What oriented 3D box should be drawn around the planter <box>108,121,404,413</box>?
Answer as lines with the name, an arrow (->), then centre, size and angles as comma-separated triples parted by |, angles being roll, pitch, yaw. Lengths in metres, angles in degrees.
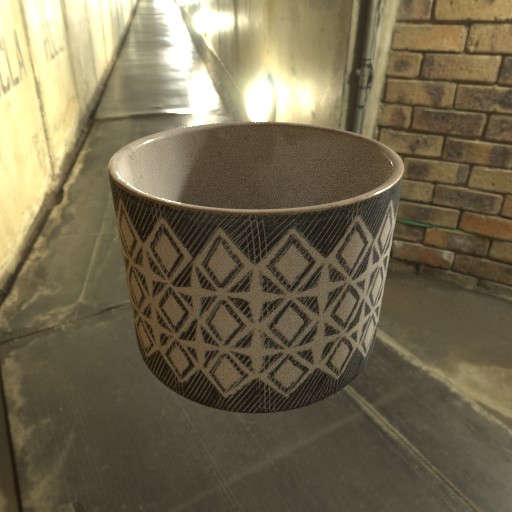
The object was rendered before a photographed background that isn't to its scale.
planter -> 0.000, 0.000, 0.222 | 0.126, 0.104, 0.126 | 0, 30, 0
